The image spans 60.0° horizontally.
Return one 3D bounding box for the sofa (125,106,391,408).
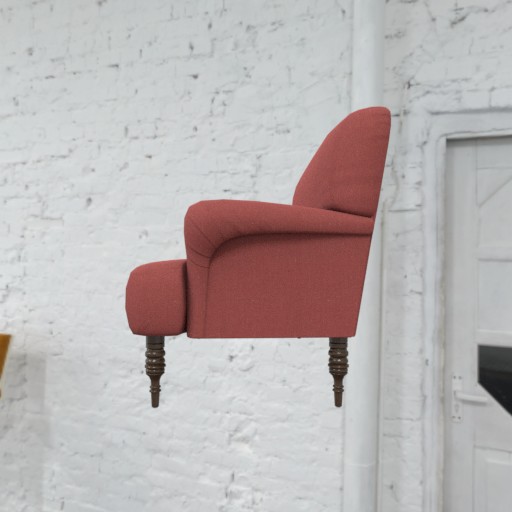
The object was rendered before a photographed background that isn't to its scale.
[{"bbox_3d":[0.000,0.000,1.843,0.779,0.889,1.297,0,0,-1],"label":"sofa"}]
